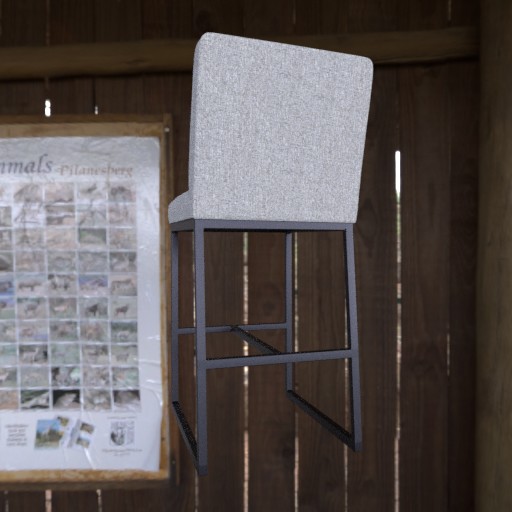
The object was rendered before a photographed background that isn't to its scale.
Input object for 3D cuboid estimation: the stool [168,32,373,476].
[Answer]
[{"bbox_3d":[0.000,0.000,1.329,0.459,1.034,0.571,0,0,-18],"label":"stool"}]
